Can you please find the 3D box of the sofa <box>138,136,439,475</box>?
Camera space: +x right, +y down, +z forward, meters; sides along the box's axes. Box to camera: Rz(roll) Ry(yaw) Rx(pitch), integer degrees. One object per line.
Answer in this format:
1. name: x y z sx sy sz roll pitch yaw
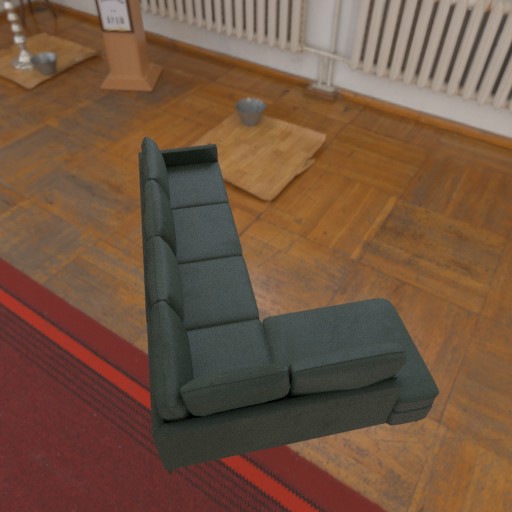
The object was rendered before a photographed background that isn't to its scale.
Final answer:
1. sofa: 0.000 0.000 4.239 2.048 0.996 3.384 -9 46 -8
